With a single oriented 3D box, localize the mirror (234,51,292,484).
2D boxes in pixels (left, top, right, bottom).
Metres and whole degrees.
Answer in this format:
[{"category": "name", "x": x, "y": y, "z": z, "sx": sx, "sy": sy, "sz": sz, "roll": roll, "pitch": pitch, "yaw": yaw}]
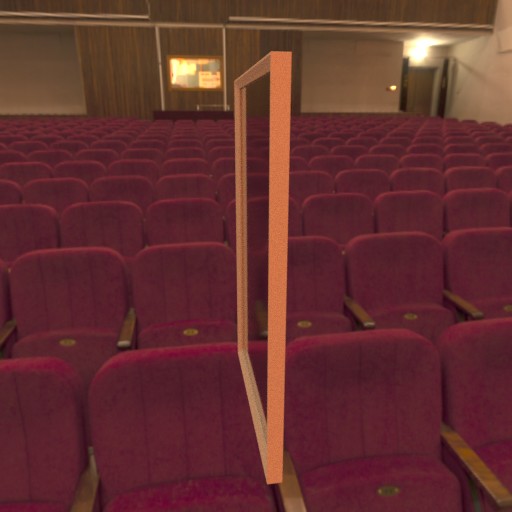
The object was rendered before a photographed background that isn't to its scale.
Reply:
[{"category": "mirror", "x": 0.000, "y": 0.000, "z": 1.179, "sx": 0.041, "sy": 0.915, "sz": 0.609, "roll": -3, "pitch": 17, "yaw": -8}]
